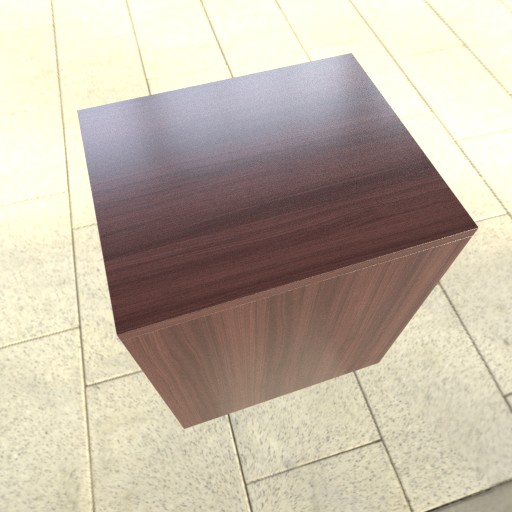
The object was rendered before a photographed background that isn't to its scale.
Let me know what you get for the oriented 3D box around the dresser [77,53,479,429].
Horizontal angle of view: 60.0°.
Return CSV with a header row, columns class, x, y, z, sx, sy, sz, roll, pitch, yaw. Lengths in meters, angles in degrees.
class,x,y,z,sx,sy,sz,roll,pitch,yaw
dresser,0.000,0.000,0.746,0.400,0.470,0.360,-16,60,-9
